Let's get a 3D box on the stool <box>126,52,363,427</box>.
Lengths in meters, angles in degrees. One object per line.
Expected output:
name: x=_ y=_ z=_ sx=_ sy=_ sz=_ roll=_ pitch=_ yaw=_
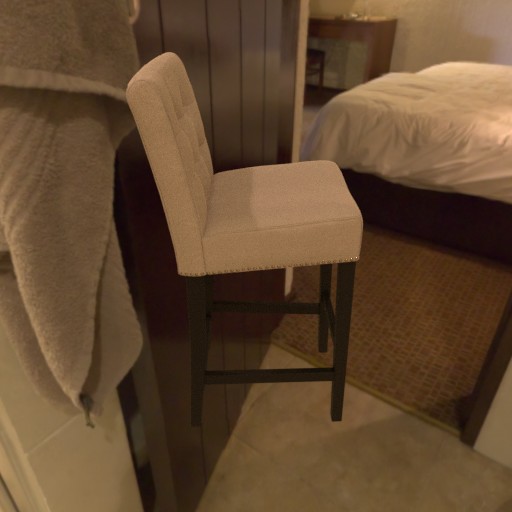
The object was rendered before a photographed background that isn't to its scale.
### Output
stool: x=0.000 y=0.000 z=1.295 sx=0.548 sy=1.047 sz=0.411 roll=-1 pitch=32 yaw=-1
